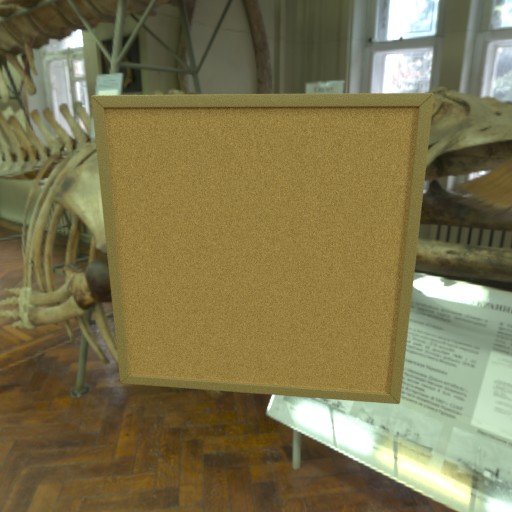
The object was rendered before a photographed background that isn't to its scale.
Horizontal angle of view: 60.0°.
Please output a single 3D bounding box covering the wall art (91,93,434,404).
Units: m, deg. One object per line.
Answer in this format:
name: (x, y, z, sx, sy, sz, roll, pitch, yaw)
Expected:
wall art: (0.000, 0.000, 0.744, 0.509, 0.509, 0.036, 2, 17, 7)
